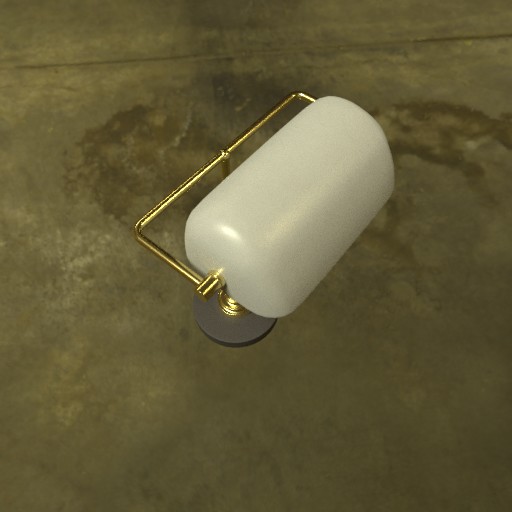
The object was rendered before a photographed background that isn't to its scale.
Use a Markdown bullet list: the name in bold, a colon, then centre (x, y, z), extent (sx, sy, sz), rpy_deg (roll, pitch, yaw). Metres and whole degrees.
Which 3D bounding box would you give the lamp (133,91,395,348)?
- **lamp**: centre (0.000, 0.000, 0.564), extent (0.227, 0.404, 0.269), rpy_deg (34, 64, 20)
